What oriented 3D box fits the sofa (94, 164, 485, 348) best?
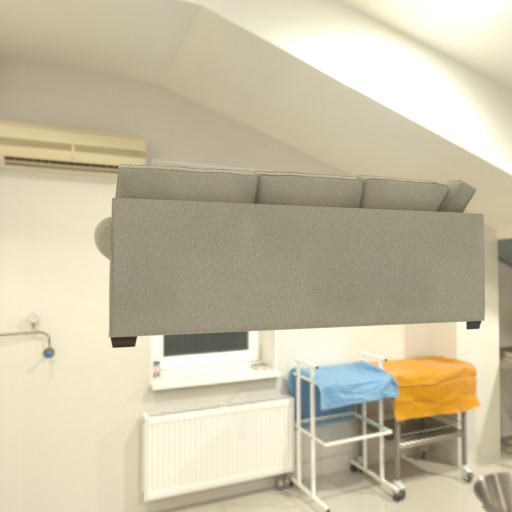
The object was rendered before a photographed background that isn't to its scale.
[{"bbox_3d":[0.000,0.000,3.882,2.562,1.053,2.487,0,-1,-17],"label":"sofa"}]
